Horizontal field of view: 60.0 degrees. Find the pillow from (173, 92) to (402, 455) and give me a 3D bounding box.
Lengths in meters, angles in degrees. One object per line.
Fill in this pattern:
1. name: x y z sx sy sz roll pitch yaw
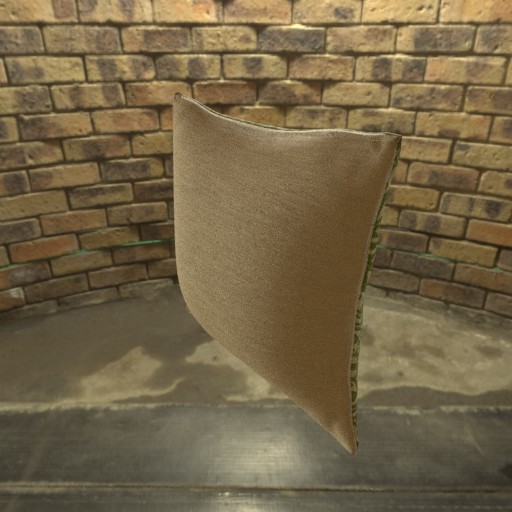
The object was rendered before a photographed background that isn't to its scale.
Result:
1. pillow: 0.000 0.000 0.652 0.162 0.419 0.440 -19 32 -33
